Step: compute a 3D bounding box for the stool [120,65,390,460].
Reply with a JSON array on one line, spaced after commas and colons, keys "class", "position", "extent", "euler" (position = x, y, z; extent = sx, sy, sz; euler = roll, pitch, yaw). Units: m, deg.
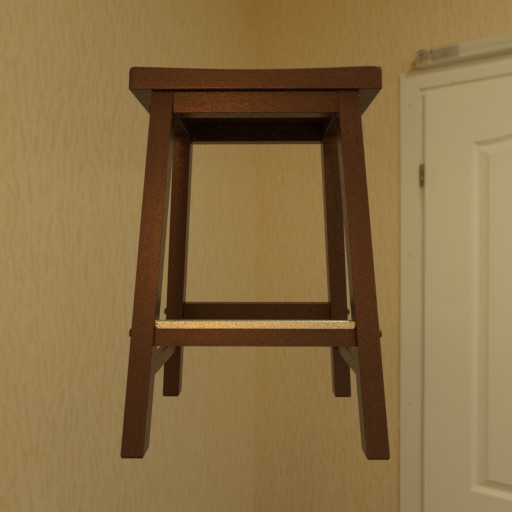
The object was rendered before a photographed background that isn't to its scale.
[{"class": "stool", "position": [0.000, 0.000, 0.824], "extent": [0.406, 0.610, 0.322], "euler": [0, 1, 1]}]
